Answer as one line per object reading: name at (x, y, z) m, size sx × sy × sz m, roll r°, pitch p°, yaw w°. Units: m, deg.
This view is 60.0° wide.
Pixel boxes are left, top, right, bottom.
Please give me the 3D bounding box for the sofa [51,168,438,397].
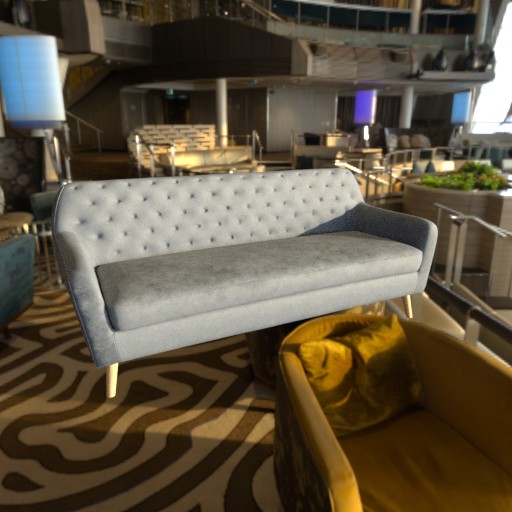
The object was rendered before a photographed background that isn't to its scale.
sofa at (0.000, 0.000, 2.438) m, size 1.975 × 0.832 × 0.841 m, roll -8°, pitch 18°, yaw -26°
